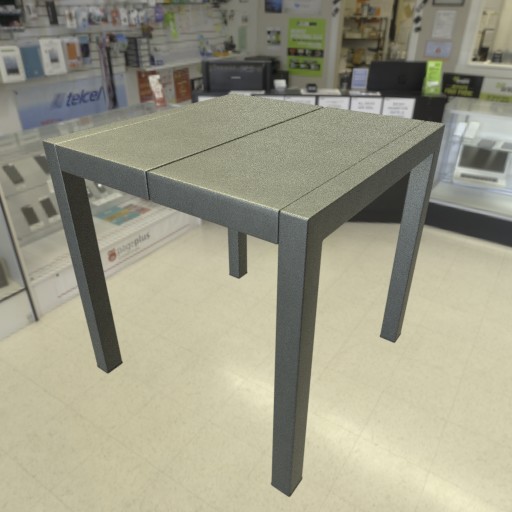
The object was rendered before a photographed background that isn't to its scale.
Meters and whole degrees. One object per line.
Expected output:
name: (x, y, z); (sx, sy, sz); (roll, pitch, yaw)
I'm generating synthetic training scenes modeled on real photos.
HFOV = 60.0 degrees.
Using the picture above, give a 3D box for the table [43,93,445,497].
table: (0.000, 0.000, 0.907); (0.508, 0.508, 0.508); (20, 36, 31)
